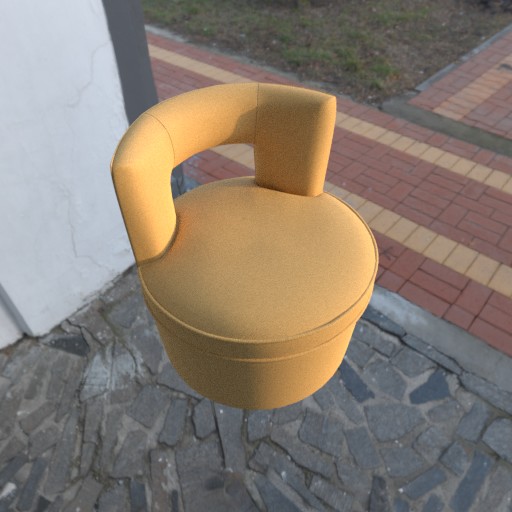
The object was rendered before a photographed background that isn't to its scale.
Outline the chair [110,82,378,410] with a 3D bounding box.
[{"bbox_3d":[0.000,0.000,1.245,0.650,0.723,0.665,-24,50,-22],"label":"chair"}]
